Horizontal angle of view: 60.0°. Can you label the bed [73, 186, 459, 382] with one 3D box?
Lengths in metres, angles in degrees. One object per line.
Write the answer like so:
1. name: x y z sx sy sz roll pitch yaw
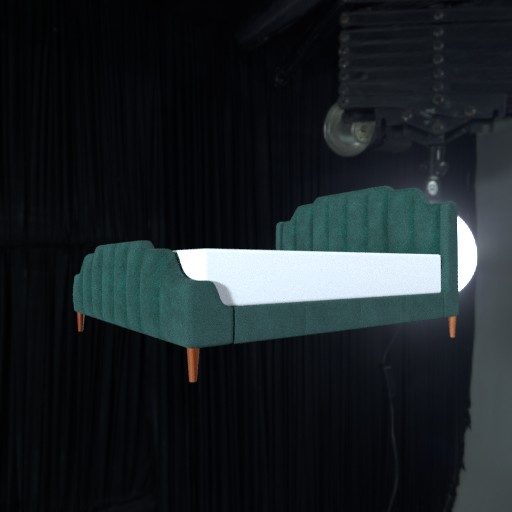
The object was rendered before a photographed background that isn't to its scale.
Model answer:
1. bed: 0.000 0.000 3.545 2.340 1.245 2.074 1 -2 -36
